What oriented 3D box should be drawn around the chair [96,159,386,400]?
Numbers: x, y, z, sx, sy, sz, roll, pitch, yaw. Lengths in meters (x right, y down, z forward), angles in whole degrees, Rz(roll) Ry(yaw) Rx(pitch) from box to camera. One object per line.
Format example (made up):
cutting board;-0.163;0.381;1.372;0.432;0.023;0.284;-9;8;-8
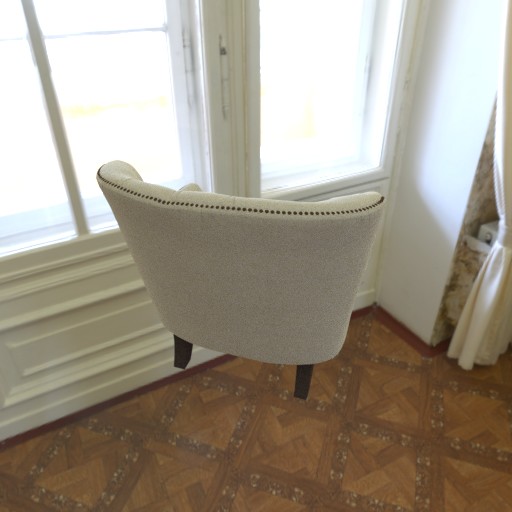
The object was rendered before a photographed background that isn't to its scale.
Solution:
chair;0.000;0.000;1.642;0.848;0.868;0.906;10;34;15
